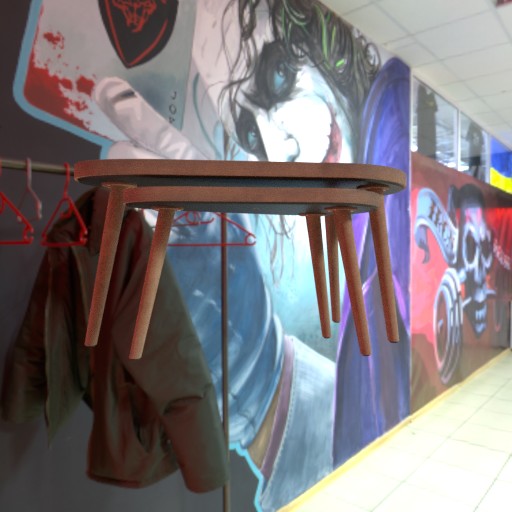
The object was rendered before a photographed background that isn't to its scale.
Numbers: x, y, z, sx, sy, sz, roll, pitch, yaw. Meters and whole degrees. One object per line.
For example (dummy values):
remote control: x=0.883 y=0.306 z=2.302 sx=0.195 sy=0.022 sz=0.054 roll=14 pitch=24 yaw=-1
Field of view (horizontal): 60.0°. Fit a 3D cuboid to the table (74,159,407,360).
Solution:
table: x=0.000 y=0.000 z=1.540 sx=1.190 sy=0.595 sz=0.701 roll=0 pitch=1 yaw=-16
